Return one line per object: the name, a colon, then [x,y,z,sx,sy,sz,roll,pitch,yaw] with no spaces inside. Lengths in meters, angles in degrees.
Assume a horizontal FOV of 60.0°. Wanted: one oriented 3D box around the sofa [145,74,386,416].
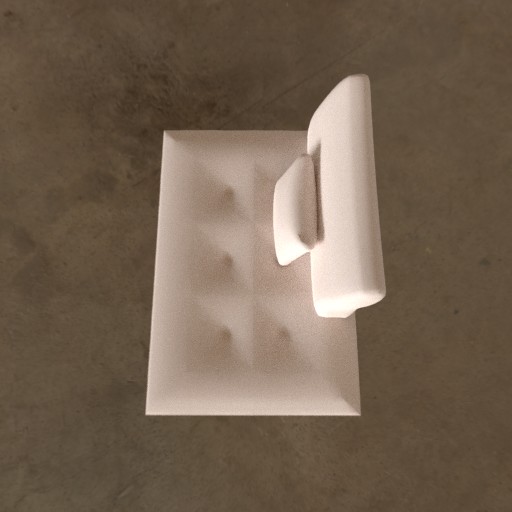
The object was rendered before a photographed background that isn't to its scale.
sofa: [0.000,0.000,2.100,1.000,0.820,1.450,0,75,0]
